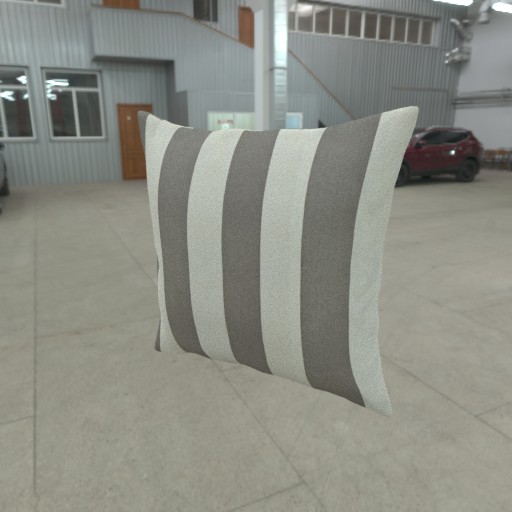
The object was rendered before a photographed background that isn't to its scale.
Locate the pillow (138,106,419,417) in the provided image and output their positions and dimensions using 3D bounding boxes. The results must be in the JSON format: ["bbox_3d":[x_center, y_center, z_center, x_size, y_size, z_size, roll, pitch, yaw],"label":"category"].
[{"bbox_3d":[0.000,0.000,0.800,0.522,0.507,0.192,9,18,28],"label":"pillow"}]
